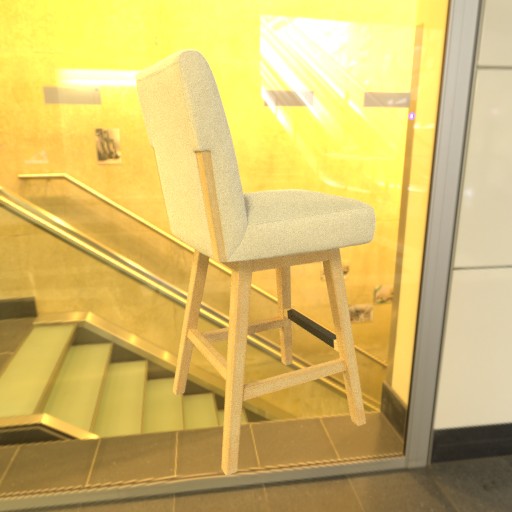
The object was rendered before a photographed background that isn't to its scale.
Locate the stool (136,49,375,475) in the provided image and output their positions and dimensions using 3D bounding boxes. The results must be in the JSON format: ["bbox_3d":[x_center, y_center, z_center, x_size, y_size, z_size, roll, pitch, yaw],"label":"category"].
[{"bbox_3d":[0.000,0.000,1.280,0.543,1.015,0.446,-8,17,-27],"label":"stool"}]
